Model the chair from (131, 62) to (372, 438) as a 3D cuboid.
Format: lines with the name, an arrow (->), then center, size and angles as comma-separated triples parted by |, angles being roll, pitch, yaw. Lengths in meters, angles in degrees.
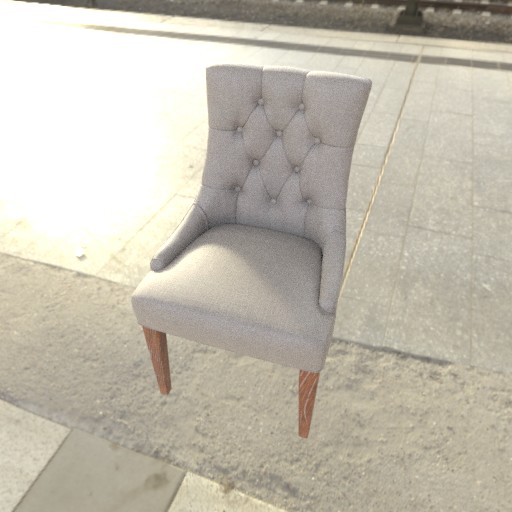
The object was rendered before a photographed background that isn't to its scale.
chair -> 0.000, 0.000, 1.238 | 0.509, 0.874, 0.565 | 12, 42, 14
